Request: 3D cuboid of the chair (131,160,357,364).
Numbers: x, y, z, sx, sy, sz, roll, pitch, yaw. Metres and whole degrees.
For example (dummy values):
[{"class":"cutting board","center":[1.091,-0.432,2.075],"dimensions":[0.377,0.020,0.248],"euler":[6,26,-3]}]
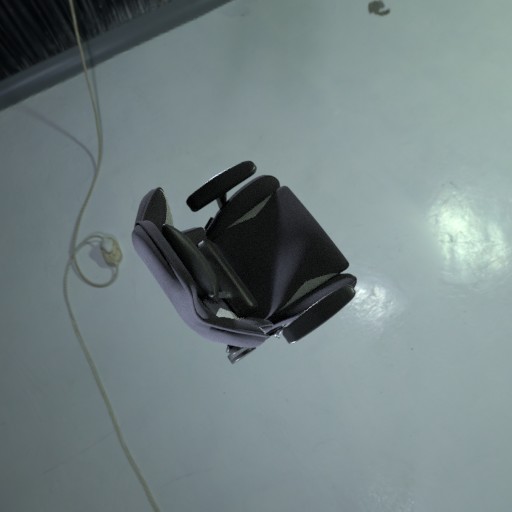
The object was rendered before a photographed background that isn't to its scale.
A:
[{"class":"chair","center":[0.000,0.000,1.747],"dimensions":[0.695,1.300,0.730],"euler":[-35,78,-9]}]
